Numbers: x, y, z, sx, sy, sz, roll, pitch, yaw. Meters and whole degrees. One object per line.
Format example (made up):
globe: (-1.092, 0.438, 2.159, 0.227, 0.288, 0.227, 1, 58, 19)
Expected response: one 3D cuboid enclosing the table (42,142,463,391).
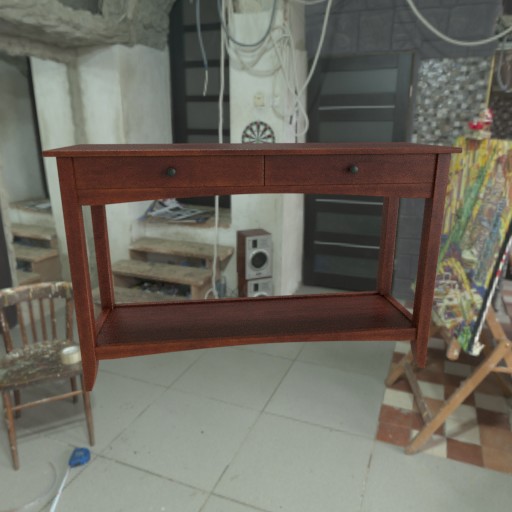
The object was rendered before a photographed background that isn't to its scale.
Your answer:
table: (0.000, 0.000, 1.530, 1.188, 0.739, 0.392, -2, 17, -7)
